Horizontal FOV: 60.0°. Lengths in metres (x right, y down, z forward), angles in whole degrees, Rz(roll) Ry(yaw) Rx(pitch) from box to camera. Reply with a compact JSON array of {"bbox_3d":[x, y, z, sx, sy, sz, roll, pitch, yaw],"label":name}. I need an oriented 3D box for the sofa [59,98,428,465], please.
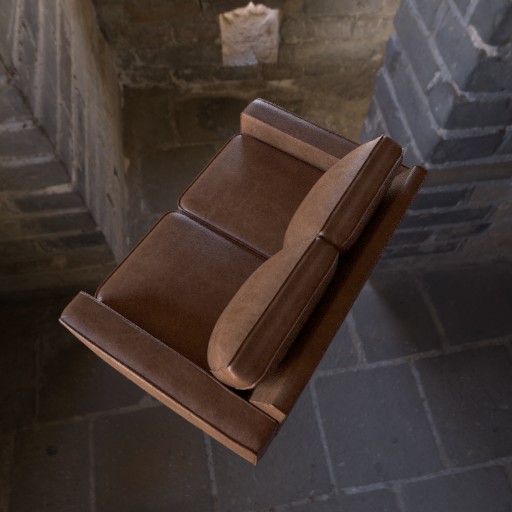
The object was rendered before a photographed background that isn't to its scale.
[{"bbox_3d":[0.000,0.000,2.115,1.020,0.896,1.532,30,66,15],"label":"sofa"}]
